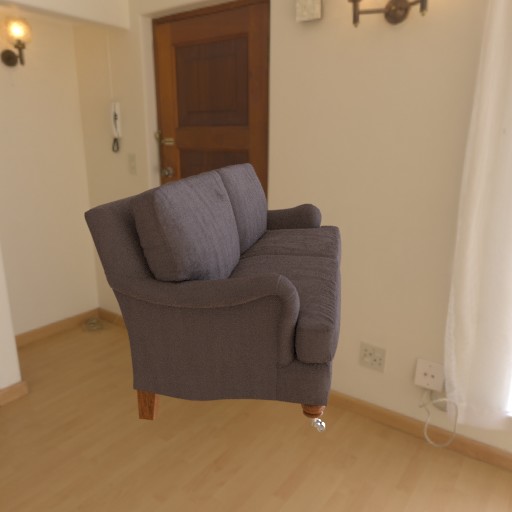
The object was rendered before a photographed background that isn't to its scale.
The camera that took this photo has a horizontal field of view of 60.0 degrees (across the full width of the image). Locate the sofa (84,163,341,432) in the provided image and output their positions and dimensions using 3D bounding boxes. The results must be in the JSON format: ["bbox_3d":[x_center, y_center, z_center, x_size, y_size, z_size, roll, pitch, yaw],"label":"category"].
[{"bbox_3d":[0.000,0.000,2.854,1.086,1.087,2.165,3,15,10],"label":"sofa"}]
